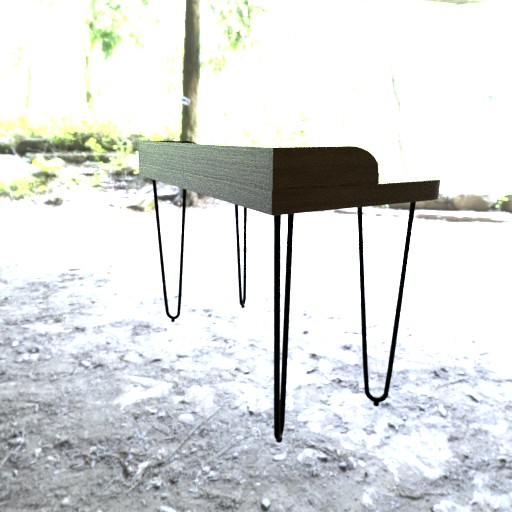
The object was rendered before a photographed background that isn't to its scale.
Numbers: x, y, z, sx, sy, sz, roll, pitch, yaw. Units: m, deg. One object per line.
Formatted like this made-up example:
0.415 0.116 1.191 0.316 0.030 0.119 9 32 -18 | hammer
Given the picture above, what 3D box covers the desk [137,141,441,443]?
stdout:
0.000 0.000 1.720 0.565 0.854 1.200 -8 17 -27 | desk
